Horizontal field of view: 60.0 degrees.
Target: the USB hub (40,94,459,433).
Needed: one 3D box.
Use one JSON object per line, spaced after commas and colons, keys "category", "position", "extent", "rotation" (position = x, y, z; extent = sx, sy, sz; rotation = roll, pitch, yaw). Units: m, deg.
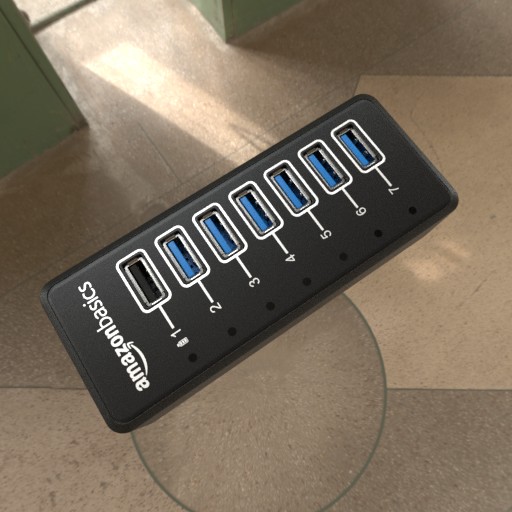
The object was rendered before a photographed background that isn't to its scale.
{"category": "USB hub", "position": [0.000, 0.000, 0.129], "extent": [0.110, 0.023, 0.044], "rotation": [-33, 77, -9]}
